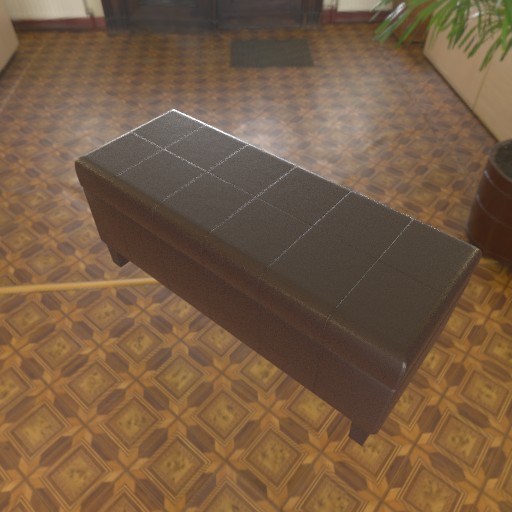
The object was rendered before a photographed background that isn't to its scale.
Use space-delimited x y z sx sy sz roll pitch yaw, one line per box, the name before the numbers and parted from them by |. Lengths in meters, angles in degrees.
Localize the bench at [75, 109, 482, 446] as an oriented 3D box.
bench | 0.000 0.000 1.351 1.092 0.457 0.429 31 54 26
